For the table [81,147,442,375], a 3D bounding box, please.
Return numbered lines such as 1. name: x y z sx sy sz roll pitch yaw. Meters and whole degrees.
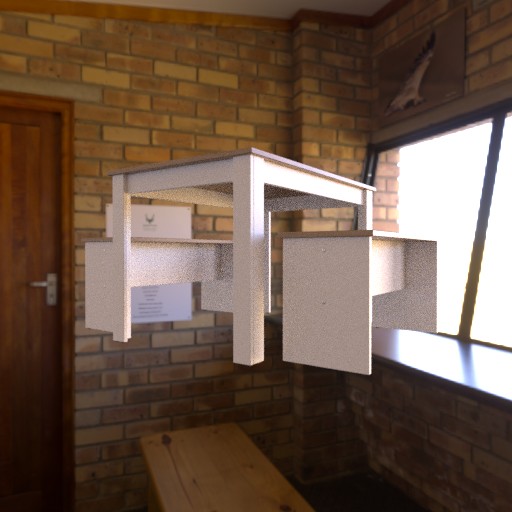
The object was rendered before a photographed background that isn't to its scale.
1. table: 0.000 0.000 2.058 1.443 0.700 1.100 0 1 35
